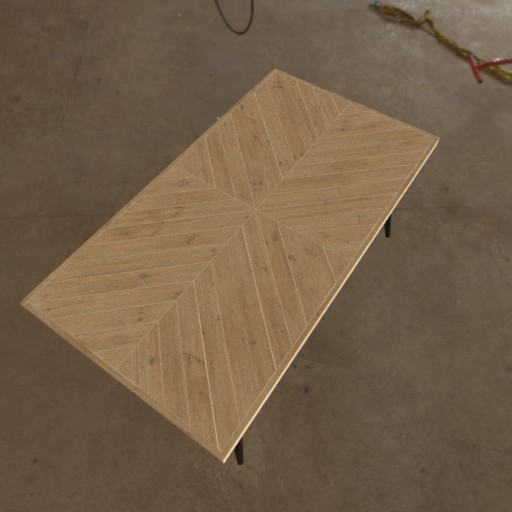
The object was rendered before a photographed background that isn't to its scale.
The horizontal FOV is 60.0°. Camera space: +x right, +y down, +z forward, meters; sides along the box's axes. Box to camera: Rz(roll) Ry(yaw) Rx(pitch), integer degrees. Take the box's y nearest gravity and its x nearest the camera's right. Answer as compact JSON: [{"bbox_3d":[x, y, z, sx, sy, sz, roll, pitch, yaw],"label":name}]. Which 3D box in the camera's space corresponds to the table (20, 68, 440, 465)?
[{"bbox_3d":[0.000,0.000,2.292,0.991,0.762,1.803,30,62,18],"label":"table"}]
